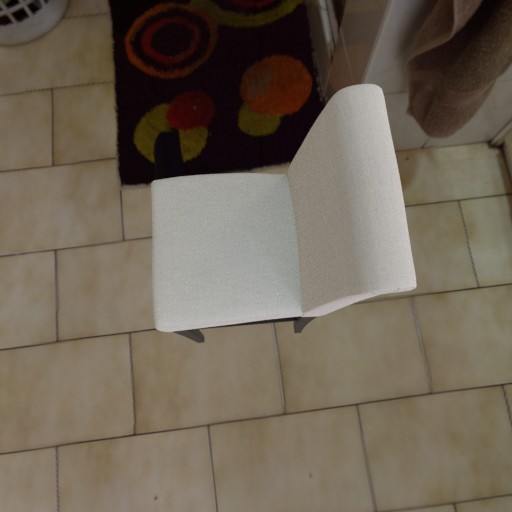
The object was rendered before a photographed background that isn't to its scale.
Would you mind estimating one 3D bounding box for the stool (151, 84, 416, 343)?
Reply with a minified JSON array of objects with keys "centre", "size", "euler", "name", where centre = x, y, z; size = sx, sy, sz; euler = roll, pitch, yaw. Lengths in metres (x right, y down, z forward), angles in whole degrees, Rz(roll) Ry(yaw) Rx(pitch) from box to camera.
[{"centre":[0.000,0.000,1.425],"size":[0.597,1.124,0.452],"euler":[-5,76,-1],"name":"stool"}]
